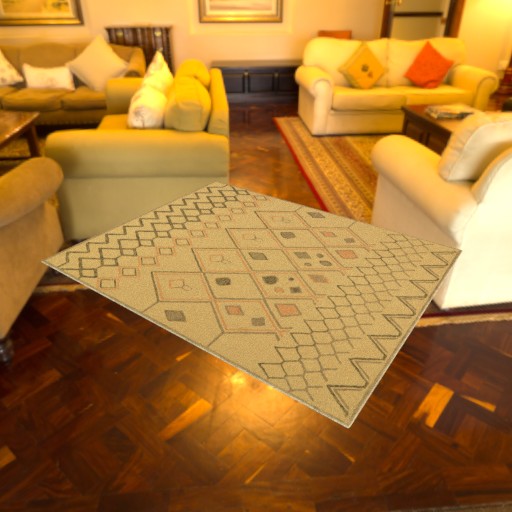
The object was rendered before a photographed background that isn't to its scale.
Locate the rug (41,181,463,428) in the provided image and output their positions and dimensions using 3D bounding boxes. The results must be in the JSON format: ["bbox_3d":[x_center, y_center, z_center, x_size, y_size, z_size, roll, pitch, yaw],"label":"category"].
[{"bbox_3d":[0.000,0.000,4.097,3.050,0.016,2.441,20,36,30],"label":"rug"}]
